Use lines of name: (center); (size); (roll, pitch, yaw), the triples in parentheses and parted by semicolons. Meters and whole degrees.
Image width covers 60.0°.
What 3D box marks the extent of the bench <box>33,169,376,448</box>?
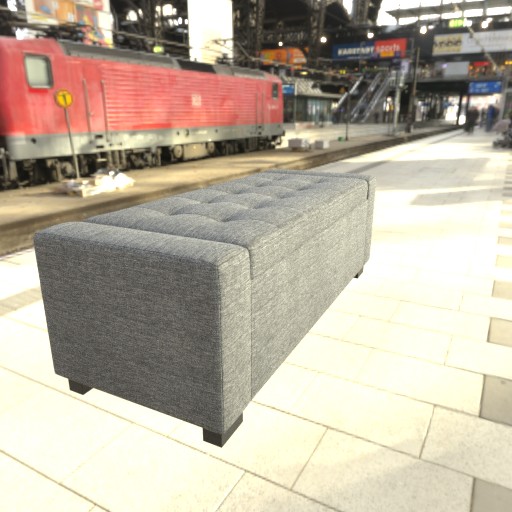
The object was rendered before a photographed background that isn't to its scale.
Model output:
bench: (0.000, 0.000, 1.512); (0.508, 0.445, 1.296); (9, 20, 25)
